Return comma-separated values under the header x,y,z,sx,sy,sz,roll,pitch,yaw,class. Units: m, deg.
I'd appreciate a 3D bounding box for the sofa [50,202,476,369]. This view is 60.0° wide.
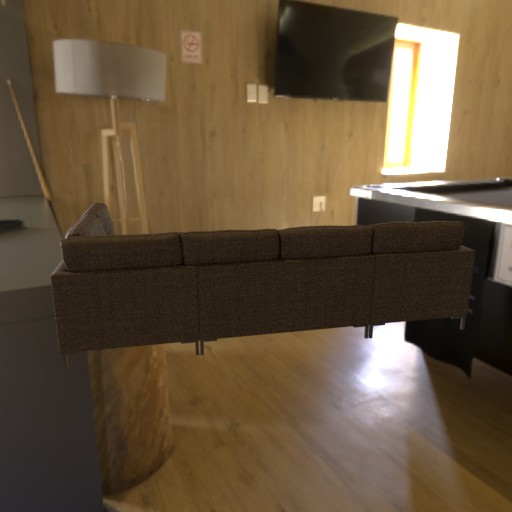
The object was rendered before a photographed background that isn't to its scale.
x,y,z,sx,sy,sz,roll,pitch,yaw,class
0.000,0.000,4.415,3.423,0.999,2.048,-3,16,-12,sofa
